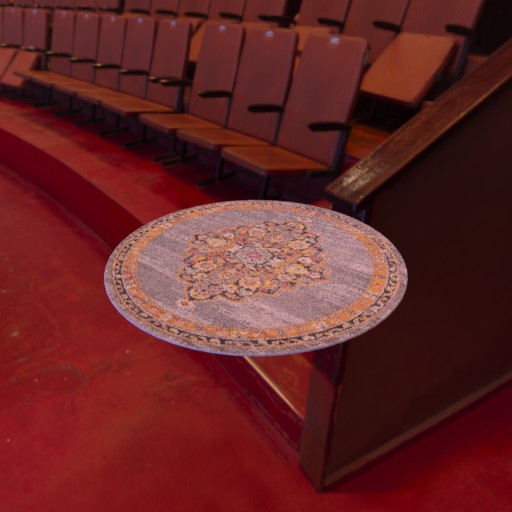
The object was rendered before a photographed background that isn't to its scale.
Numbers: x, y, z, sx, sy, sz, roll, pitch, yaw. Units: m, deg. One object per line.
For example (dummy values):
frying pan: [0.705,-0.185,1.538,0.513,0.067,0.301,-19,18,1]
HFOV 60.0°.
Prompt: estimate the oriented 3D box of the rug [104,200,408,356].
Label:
rug: [0.000,0.000,3.629,2.382,0.014,2.382,0,29,0]
